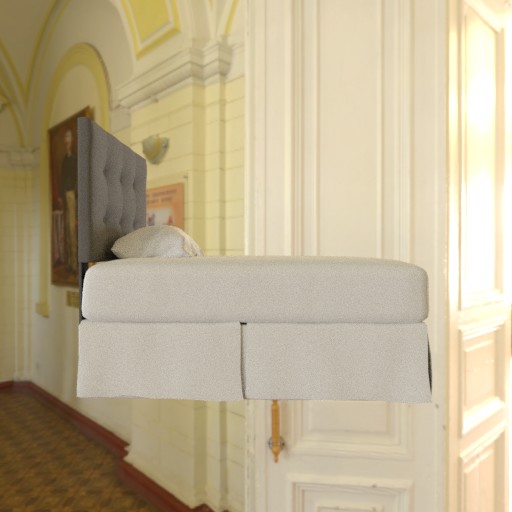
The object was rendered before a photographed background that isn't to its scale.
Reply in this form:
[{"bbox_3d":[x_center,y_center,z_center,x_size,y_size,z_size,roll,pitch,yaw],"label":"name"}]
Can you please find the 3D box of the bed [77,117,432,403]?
[{"bbox_3d":[0.000,0.000,3.005,1.997,1.571,1.261,0,1,2],"label":"bed"}]
